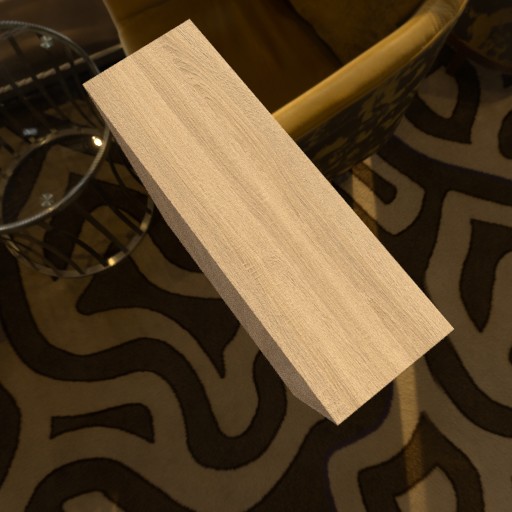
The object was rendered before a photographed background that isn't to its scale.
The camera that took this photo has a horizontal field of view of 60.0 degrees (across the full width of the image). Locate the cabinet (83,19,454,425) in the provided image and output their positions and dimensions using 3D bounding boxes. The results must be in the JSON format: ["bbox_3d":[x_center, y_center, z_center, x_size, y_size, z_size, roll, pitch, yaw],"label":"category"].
[{"bbox_3d":[0.000,0.000,2.926,0.620,2.060,1.870,-36,78,-9],"label":"cabinet"}]
